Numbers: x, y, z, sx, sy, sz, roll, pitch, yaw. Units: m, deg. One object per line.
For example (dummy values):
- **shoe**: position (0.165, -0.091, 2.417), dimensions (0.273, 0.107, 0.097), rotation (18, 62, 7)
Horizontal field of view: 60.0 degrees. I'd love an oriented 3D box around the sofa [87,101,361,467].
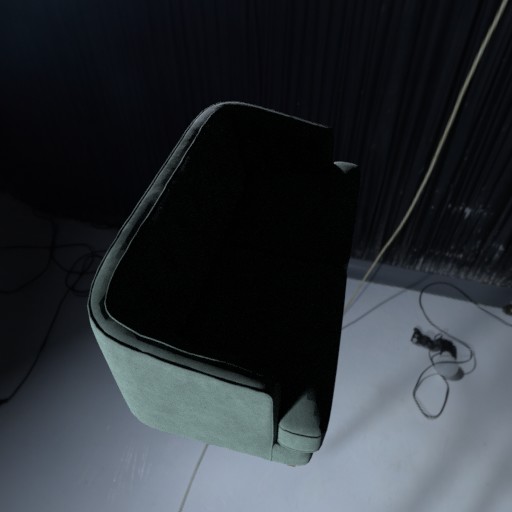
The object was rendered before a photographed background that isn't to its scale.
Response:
- **sofa**: position (0.000, 0.000, 2.235), dimensions (0.941, 0.855, 1.733), rotation (10, 47, 9)
